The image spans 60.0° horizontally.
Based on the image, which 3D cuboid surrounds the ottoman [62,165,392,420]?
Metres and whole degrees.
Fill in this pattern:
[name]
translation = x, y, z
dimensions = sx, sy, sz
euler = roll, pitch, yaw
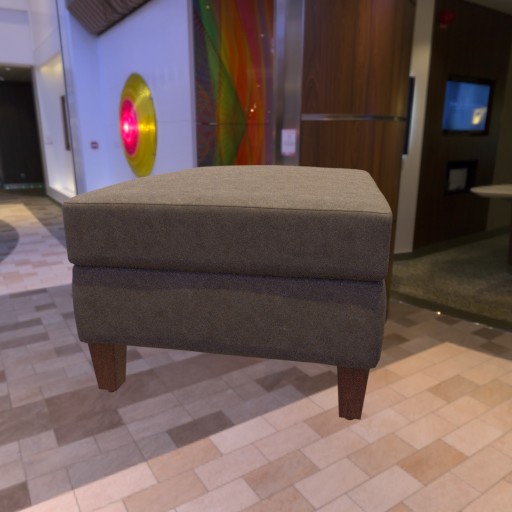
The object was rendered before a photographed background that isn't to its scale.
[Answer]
[ottoman]
translation = 0.000, 0.000, 1.233
dimensions = 0.639, 0.464, 0.839
euler = 3, 16, 10
